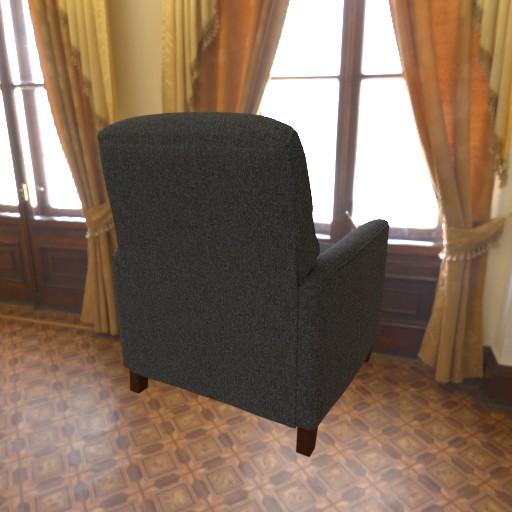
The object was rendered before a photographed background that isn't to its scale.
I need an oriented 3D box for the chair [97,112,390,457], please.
[{"bbox_3d":[0.000,0.000,1.668,0.839,1.016,0.850,9,19,28],"label":"chair"}]
